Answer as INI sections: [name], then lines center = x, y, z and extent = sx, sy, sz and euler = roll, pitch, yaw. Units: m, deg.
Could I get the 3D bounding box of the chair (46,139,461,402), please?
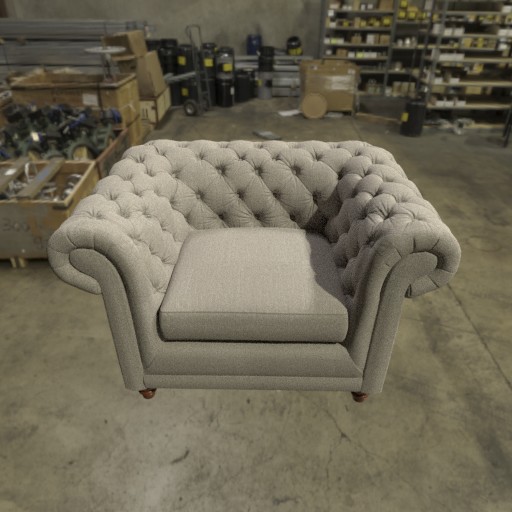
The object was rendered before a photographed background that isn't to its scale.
[chair]
center = 0.000, 0.000, 1.864
extent = 1.270, 0.770, 0.976
euler = 1, 31, 1
